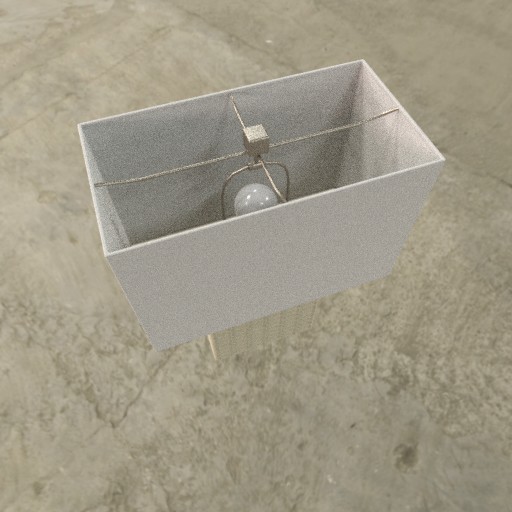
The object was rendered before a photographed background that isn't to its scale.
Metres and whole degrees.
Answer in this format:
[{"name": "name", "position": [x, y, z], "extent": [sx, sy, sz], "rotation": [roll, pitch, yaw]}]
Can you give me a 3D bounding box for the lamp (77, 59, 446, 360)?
[{"name": "lamp", "position": [0.000, 0.000, 0.715], "extent": [0.380, 0.515, 0.200], "rotation": [-17, 59, -11]}]
